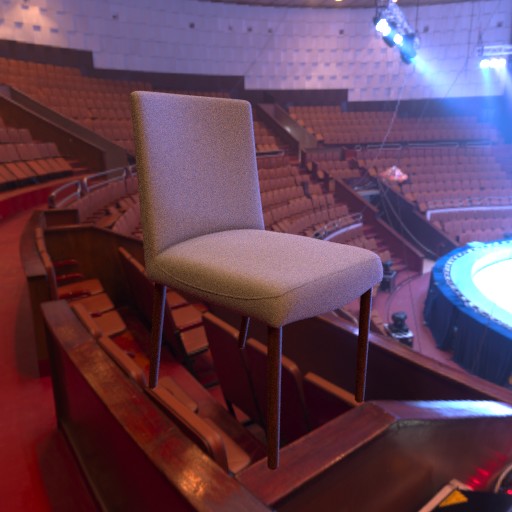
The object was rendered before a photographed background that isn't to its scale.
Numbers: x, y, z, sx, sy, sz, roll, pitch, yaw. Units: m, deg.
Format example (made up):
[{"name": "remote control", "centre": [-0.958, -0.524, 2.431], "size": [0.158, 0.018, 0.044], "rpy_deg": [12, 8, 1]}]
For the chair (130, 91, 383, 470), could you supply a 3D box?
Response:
[{"name": "chair", "centre": [0.000, 0.000, 1.206], "size": [0.570, 0.859, 0.456], "rpy_deg": [14, 20, 42]}]
